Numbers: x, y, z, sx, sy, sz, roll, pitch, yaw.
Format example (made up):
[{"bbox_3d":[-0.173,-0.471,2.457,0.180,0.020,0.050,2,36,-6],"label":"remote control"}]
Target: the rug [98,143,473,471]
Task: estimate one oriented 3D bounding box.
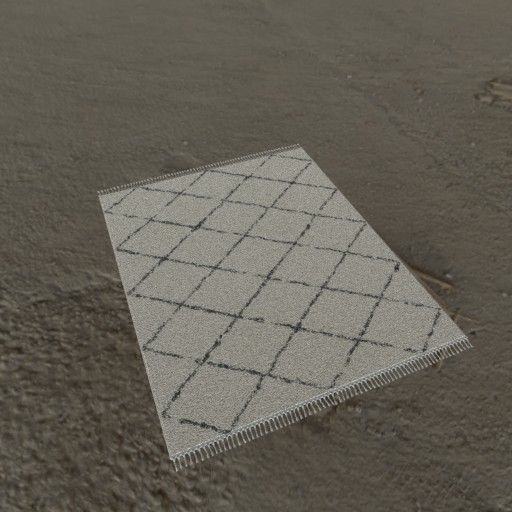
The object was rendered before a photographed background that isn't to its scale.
[{"bbox_3d":[0.000,0.000,4.055,2.380,0.013,3.051,-17,49,-15],"label":"rug"}]
